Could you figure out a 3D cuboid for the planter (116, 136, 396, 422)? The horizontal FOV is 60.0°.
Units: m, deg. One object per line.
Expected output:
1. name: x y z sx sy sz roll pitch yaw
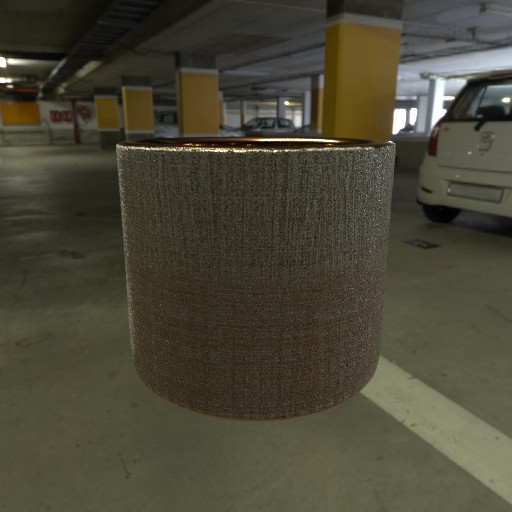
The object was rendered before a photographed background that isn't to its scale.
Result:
1. planter: 0.000 0.000 0.310 0.177 0.157 0.177 0 17 0
